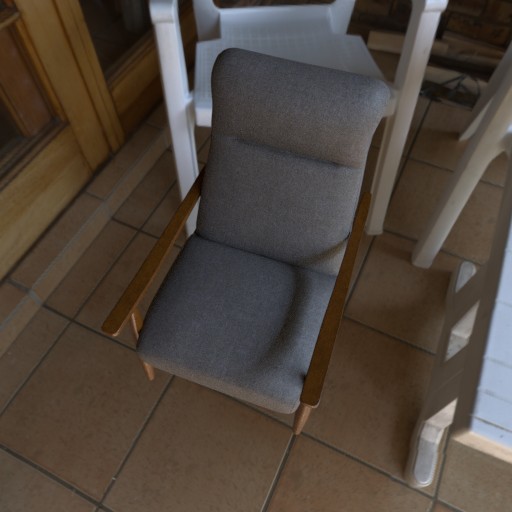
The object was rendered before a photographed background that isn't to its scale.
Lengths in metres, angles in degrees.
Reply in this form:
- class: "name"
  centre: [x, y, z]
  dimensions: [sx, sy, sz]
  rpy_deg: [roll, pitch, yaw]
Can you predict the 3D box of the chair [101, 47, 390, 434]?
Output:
- class: "chair"
  centre: [0.000, 0.000, 1.751]
  dimensions: [0.762, 1.081, 1.014]
  rpy_deg: [17, 60, 10]
